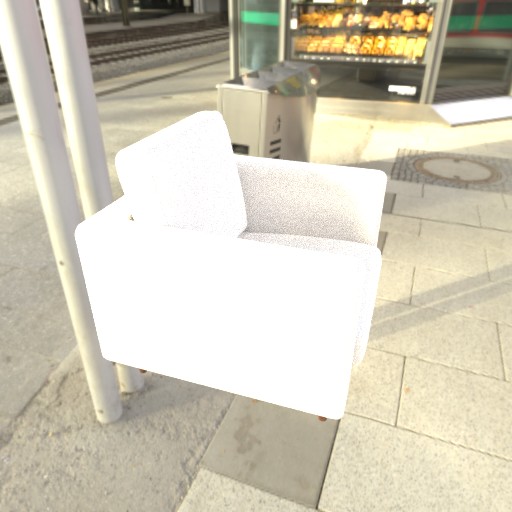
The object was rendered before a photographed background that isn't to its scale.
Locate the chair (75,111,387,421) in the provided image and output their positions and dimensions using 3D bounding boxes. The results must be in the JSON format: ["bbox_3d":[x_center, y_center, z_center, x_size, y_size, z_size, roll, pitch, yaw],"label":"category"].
[{"bbox_3d":[0.000,0.000,1.625,0.879,0.899,0.831,10,32,16],"label":"chair"}]
